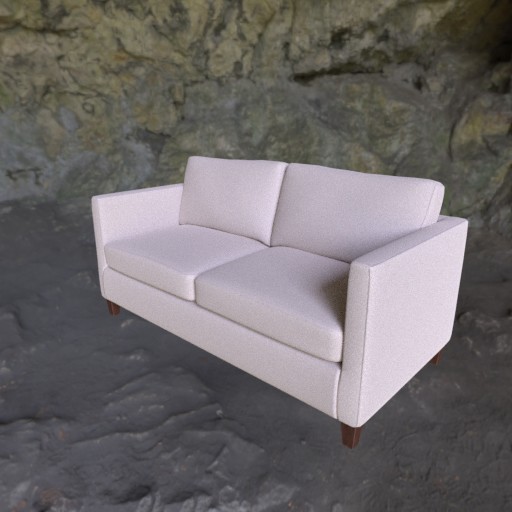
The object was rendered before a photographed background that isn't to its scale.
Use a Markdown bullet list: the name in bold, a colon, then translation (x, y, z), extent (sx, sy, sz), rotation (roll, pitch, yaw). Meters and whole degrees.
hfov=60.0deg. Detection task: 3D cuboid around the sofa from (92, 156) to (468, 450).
- **sofa**: translation (0.000, 0.000, 2.223), extent (1.722, 0.888, 0.873), rotation (16, 24, 40)
